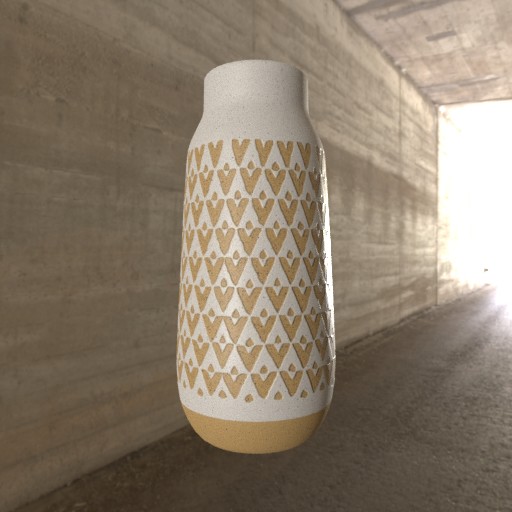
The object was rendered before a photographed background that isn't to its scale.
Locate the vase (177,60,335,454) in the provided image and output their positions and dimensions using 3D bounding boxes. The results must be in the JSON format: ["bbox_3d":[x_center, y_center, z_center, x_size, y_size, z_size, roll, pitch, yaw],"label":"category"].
[{"bbox_3d":[0.000,0.000,0.389,0.137,0.307,0.137,0,0,0],"label":"vase"}]
